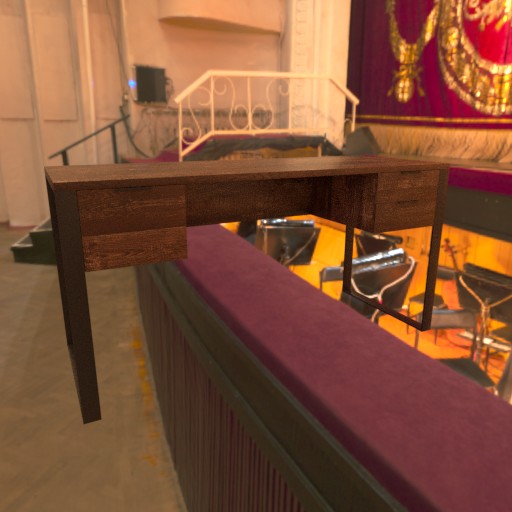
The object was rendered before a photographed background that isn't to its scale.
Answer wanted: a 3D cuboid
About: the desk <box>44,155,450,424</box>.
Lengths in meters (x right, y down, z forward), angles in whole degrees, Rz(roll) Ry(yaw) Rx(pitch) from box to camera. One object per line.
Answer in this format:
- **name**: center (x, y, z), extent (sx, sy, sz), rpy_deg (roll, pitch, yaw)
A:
- **desk**: center (0.000, 0.000, 1.884), extent (1.524, 0.762, 0.599), rpy_deg (-8, 18, -26)
